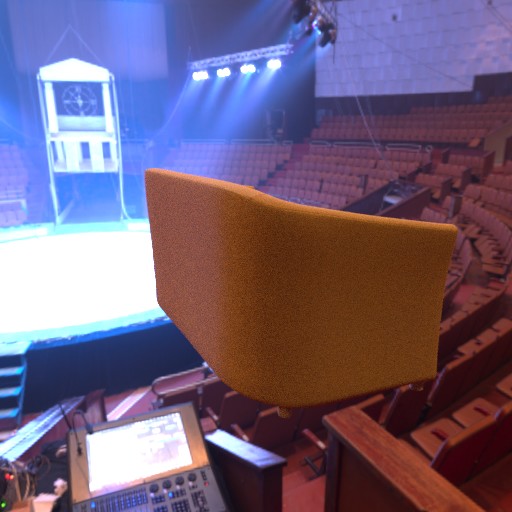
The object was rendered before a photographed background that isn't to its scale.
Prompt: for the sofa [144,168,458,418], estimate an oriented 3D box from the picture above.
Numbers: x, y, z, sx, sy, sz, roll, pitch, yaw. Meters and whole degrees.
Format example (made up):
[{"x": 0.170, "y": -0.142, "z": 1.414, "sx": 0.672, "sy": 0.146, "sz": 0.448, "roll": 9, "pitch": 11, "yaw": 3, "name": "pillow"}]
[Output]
[{"x": 0.000, "y": 0.000, "z": 1.910, "sx": 0.705, "sy": 0.721, "sz": 1.452, "roll": -7, "pitch": 16, "yaw": -26, "name": "sofa"}]
